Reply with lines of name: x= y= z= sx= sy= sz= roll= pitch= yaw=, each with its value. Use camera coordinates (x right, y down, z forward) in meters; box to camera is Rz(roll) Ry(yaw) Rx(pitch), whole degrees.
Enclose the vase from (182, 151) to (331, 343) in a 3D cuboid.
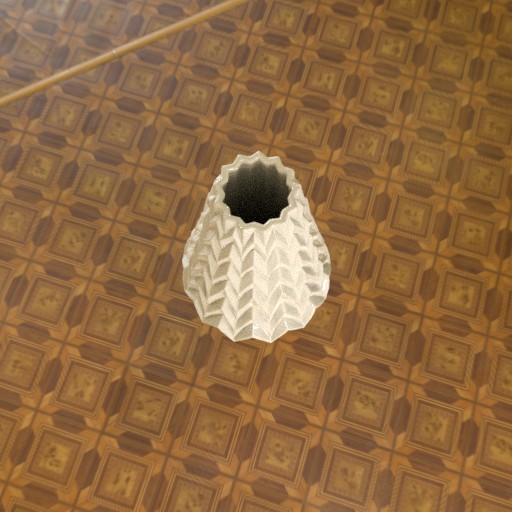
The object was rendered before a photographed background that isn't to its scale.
vase: x=0.000 y=0.000 z=0.437 sx=0.167 sy=0.328 sz=0.167 roll=0 pitch=76 yaw=0
